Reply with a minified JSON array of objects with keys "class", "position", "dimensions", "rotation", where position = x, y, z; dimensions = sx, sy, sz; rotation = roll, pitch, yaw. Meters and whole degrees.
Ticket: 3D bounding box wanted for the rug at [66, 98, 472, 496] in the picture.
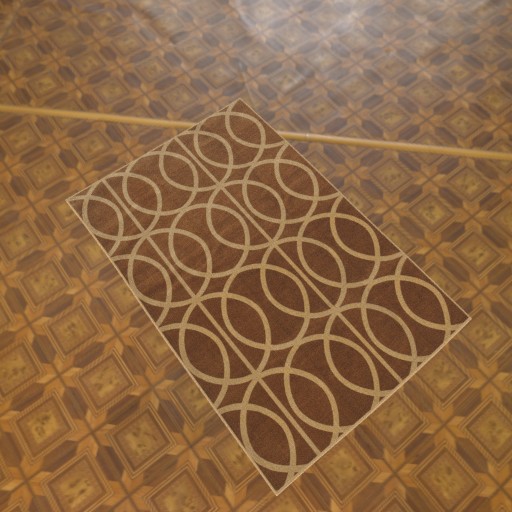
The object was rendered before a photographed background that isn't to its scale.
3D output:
[{"class":"rug","position":[0.000,0.000,2.852],"dimensions":[1.528,0.014,2.294],"rotation":[-36,69,-16]}]
